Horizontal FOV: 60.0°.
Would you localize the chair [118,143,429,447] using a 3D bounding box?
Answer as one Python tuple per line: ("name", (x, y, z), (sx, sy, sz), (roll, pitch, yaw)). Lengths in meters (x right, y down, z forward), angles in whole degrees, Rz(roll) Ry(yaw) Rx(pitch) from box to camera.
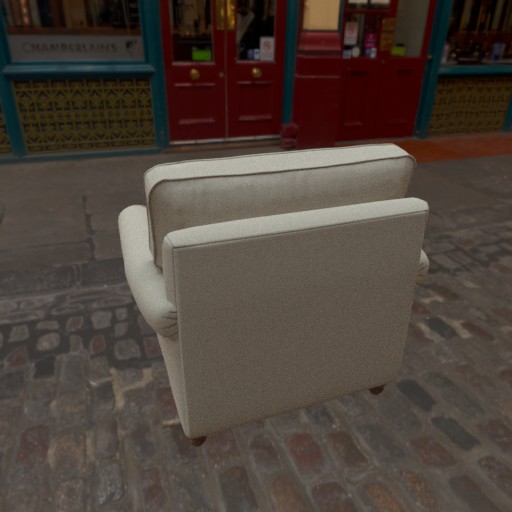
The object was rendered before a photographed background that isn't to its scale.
("chair", (0.000, 0.000, 1.792), (1.029, 0.967, 0.966), (-9, 28, -18))
